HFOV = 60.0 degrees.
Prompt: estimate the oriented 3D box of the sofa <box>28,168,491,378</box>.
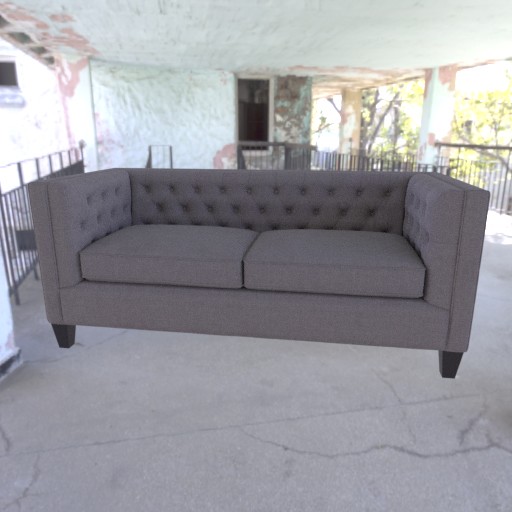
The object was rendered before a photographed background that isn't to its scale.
[{"bbox_3d":[0.000,0.000,2.136,1.778,0.762,0.775,2,16,9],"label":"sofa"}]
